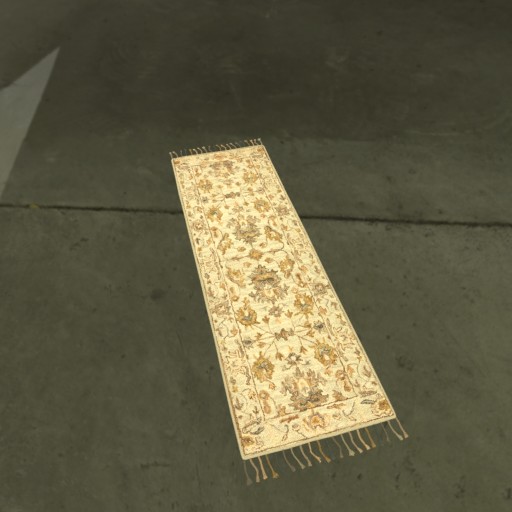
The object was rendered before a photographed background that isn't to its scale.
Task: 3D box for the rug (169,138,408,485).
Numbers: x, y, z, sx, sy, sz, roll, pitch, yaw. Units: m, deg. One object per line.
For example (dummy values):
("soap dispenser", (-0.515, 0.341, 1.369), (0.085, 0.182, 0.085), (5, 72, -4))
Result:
("rug", (0.000, 0.000, 2.657), (0.729, 0.021, 2.438), (-11, 48, -10))
